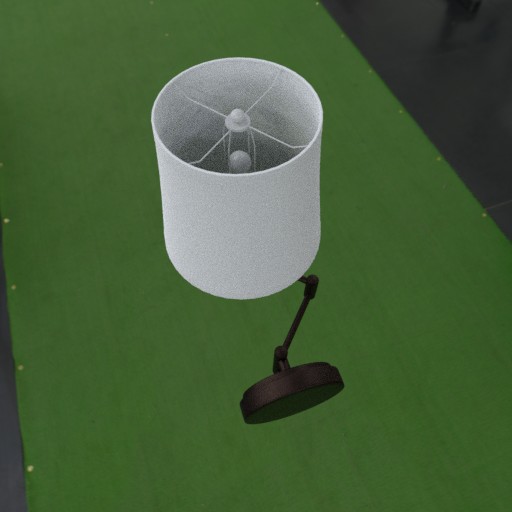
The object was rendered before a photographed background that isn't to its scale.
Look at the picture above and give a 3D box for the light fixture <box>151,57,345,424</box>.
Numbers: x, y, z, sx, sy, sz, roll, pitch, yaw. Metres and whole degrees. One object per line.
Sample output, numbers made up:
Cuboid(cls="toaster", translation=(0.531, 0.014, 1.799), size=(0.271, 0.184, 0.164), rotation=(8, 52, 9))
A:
Cuboid(cls="light fixture", translation=(0.000, 0.000, 0.265), size=(0.100, 0.172, 0.157), rotation=(-15, 60, -9))
